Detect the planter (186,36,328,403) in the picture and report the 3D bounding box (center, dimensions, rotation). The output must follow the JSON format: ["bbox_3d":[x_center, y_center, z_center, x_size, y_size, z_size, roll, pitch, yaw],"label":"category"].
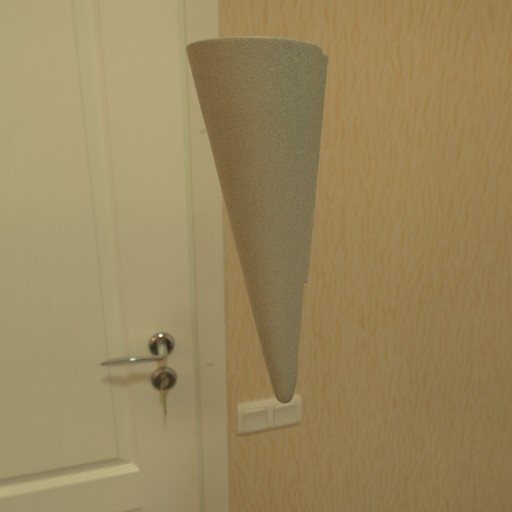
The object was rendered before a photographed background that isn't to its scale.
[{"bbox_3d":[0.000,0.000,0.224,0.064,0.191,0.057,-15,22,-42],"label":"planter"}]
